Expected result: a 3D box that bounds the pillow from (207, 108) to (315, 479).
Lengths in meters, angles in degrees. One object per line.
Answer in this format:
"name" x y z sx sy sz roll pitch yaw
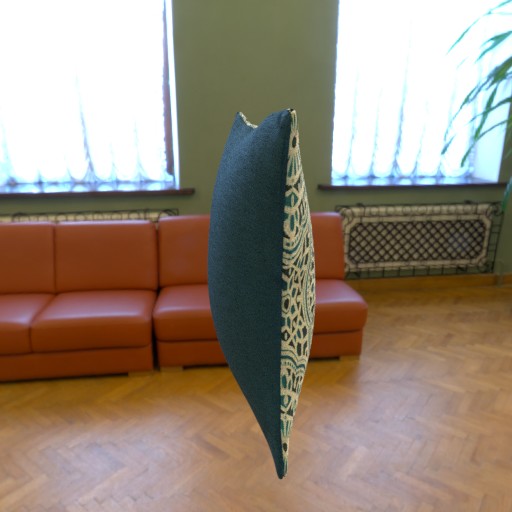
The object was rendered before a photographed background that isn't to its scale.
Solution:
"pillow" 0.000 0.000 0.666 0.145 0.420 0.440 -3 17 -8
